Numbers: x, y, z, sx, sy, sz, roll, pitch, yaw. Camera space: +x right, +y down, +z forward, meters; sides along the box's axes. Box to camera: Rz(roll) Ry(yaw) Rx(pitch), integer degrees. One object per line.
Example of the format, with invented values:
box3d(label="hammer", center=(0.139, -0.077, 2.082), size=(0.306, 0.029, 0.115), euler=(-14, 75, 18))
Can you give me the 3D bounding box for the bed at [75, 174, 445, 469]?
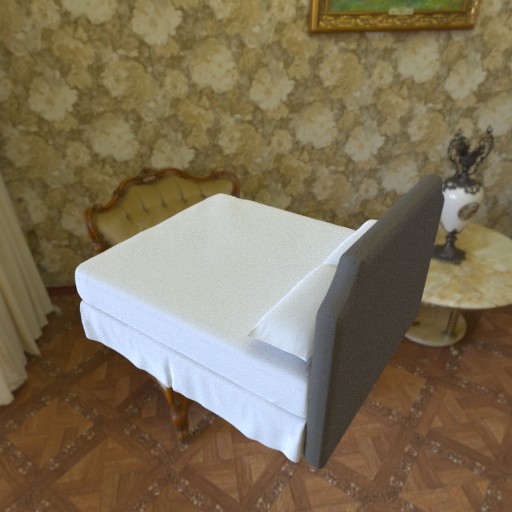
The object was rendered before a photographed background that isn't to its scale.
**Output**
box3d(label="bed", center=(0.000, 0.000, 3.950), size=(2.536, 1.561, 2.194), euler=(20, 36, 29))
